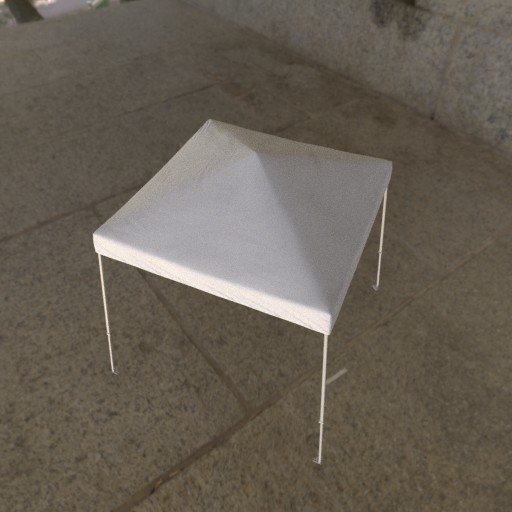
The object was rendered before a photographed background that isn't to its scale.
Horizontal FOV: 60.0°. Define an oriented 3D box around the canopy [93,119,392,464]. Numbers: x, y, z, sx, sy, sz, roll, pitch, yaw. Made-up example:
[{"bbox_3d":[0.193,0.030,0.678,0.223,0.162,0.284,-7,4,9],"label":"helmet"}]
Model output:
[{"bbox_3d":[0.000,0.000,6.636,3.599,3.600,3.600,18,49,16],"label":"canopy"}]
